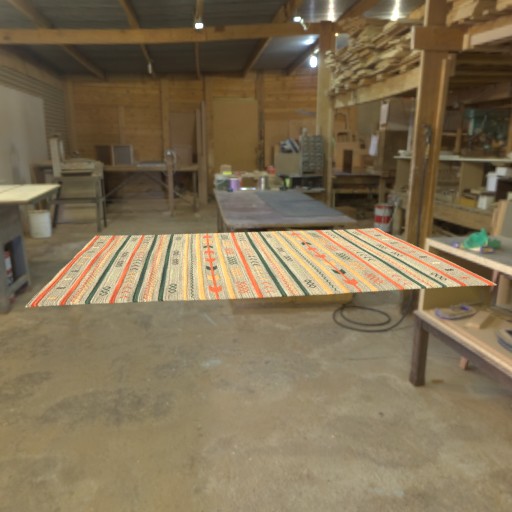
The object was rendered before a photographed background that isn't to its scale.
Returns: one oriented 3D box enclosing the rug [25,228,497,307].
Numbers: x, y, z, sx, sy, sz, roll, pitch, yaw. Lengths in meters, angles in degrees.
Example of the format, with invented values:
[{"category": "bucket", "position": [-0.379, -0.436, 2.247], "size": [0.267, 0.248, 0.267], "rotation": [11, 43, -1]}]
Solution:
[{"category": "rug", "position": [0.000, 0.000, 2.280], "size": [1.835, 0.017, 1.220], "rotation": [-2, 15, -8]}]
